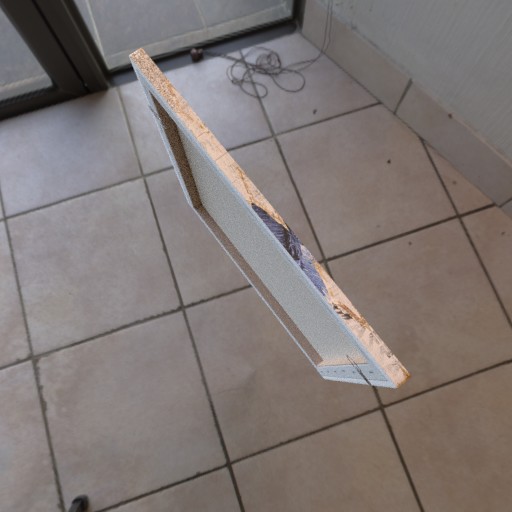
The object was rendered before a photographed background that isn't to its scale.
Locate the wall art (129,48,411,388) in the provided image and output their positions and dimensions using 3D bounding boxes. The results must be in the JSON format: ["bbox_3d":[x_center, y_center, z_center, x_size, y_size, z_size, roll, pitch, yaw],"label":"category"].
[{"bbox_3d":[0.000,0.000,1.355,0.039,0.914,0.912,-36,78,-9],"label":"wall art"}]
